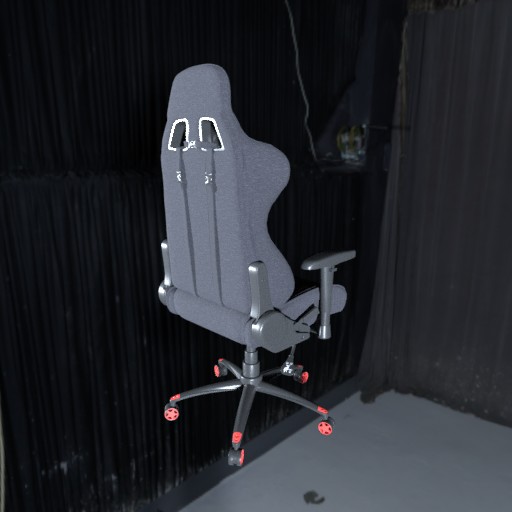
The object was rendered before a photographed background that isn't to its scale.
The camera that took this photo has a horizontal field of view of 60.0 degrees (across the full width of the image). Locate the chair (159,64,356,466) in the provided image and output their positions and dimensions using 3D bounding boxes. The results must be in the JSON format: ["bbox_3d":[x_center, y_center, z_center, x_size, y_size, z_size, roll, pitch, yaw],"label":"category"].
[{"bbox_3d":[0.000,0.000,1.728,0.695,1.326,0.658,13,19,43],"label":"chair"}]
